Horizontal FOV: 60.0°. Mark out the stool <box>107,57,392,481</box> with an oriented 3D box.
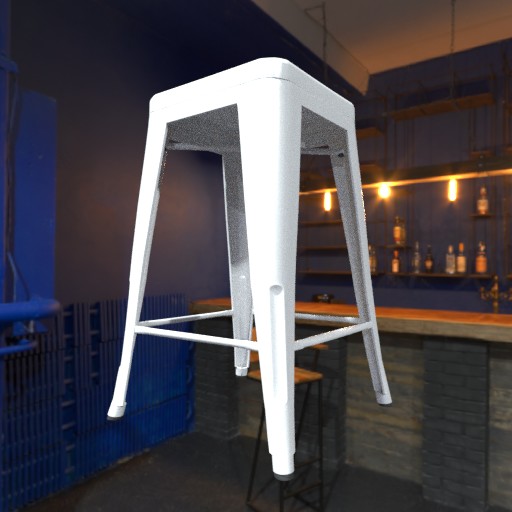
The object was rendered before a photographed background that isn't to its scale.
[{"bbox_3d":[0.000,0.000,0.875,0.406,0.610,0.406,-1,-1,37],"label":"stool"}]
